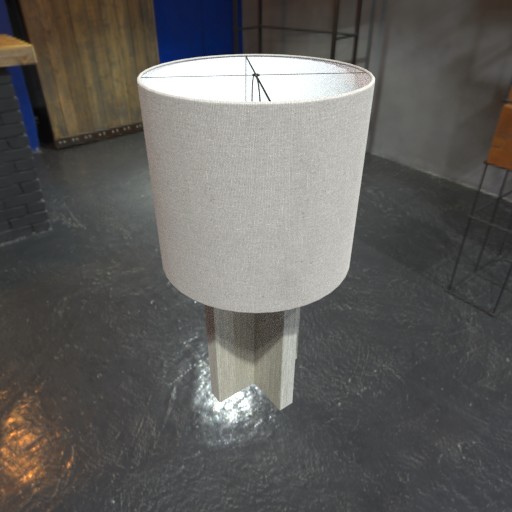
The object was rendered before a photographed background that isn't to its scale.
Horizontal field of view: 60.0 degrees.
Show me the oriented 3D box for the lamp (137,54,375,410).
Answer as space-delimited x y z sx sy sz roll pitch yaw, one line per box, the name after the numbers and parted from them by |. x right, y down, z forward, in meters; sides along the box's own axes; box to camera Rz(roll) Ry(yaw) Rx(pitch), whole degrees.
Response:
0.000 0.000 0.551 0.229 0.428 0.229 -22 39 -30 | lamp
